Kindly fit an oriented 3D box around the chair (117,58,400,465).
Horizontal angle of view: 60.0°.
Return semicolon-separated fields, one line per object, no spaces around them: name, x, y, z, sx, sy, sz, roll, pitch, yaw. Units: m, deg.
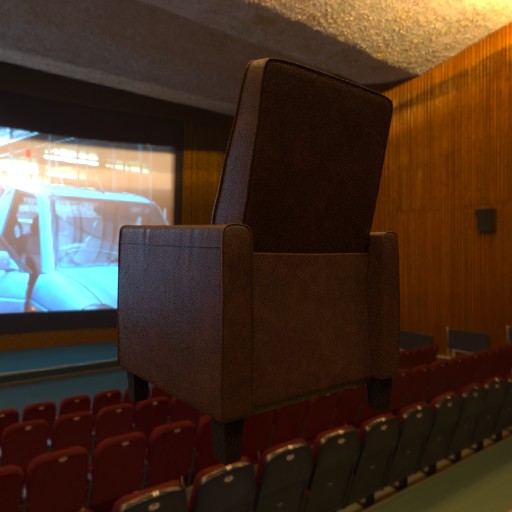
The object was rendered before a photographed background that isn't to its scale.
chair;0.000;0.000;1.509;0.705;1.013;0.746;0;0;-38
